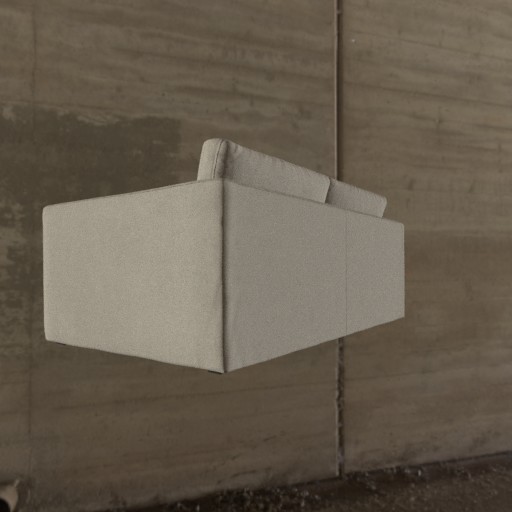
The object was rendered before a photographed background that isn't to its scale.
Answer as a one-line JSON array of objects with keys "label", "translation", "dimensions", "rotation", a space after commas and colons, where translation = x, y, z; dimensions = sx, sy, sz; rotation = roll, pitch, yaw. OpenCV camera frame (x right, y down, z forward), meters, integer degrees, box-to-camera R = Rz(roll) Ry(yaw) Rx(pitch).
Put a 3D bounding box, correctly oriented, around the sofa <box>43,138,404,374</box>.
[{"label": "sofa", "translation": [0.000, 0.000, 2.494], "dimensions": [1.091, 0.839, 1.905], "rotation": [-1, -1, 35]}]
